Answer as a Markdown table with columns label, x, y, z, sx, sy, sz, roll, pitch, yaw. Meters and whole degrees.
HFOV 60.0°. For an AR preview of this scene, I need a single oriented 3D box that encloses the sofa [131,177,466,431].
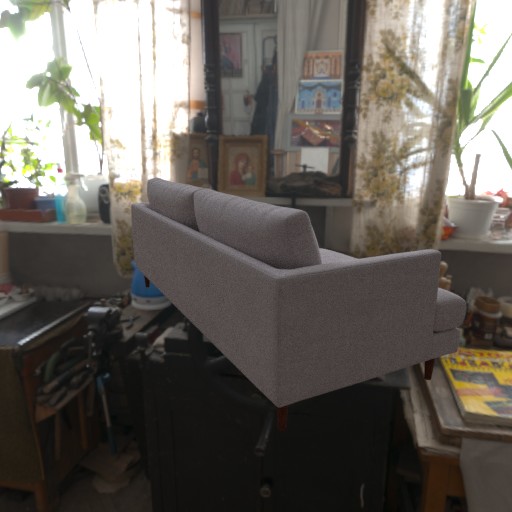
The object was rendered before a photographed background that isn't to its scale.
| label | x | y | z | sx | sy | sz | roll | pitch | yaw |
| --- | --- | --- | --- | --- | --- | --- | --- | --- | --- |
| sofa | 0.000 | 0.000 | 2.756 | 1.020 | 0.868 | 2.250 | -7 | 16 | -27 |
